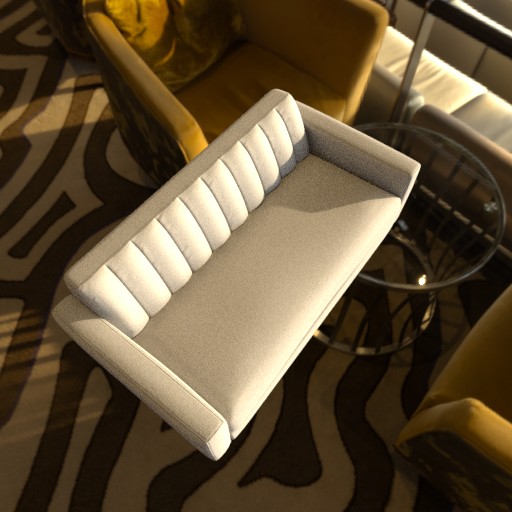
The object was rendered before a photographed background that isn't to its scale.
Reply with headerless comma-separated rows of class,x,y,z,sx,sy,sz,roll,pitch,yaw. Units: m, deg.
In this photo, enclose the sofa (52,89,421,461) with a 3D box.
sofa,0.000,0.000,2.462,0.969,0.814,1.895,33,64,18
